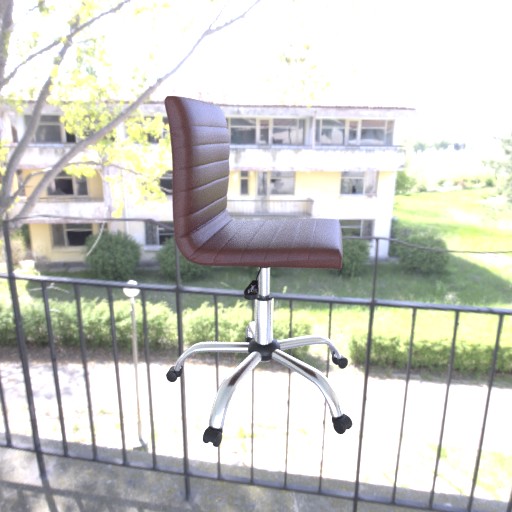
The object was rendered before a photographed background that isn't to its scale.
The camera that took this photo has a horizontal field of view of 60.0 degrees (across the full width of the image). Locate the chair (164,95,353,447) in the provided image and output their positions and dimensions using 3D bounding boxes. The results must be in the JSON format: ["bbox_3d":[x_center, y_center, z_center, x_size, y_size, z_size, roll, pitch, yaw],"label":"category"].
[{"bbox_3d":[0.000,0.000,1.169,0.530,0.780,0.556,3,16,9],"label":"chair"}]
